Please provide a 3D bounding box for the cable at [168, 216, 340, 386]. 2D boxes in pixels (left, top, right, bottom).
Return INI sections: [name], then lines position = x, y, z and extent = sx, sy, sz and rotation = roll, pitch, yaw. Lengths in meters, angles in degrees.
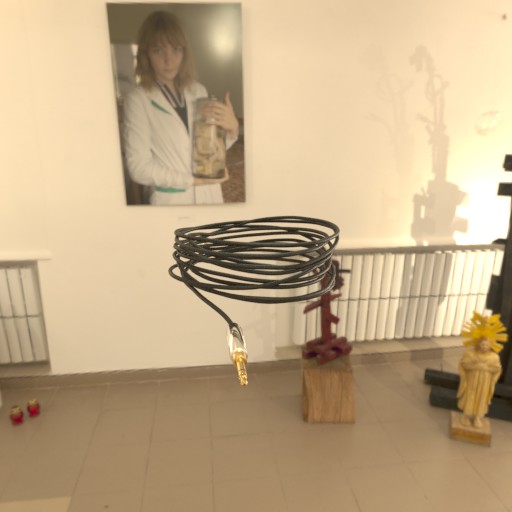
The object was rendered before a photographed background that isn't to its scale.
[cable]
position = 0.000, 0.000, 0.503
extent = 0.198, 0.069, 0.432
rotation = -2, 17, -7
